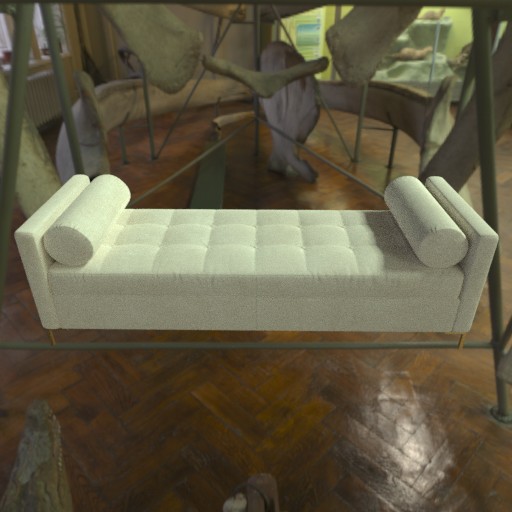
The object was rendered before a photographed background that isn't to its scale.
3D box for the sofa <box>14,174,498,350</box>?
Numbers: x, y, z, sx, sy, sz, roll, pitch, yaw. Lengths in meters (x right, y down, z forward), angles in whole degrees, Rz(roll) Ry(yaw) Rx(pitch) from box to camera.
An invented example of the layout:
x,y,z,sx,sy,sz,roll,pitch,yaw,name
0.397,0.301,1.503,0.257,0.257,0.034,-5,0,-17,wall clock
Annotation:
x,y,z,sx,sy,sz,roll,pitch,yaw,name
0.000,0.000,2.239,1.981,0.635,0.686,0,31,1,sofa
